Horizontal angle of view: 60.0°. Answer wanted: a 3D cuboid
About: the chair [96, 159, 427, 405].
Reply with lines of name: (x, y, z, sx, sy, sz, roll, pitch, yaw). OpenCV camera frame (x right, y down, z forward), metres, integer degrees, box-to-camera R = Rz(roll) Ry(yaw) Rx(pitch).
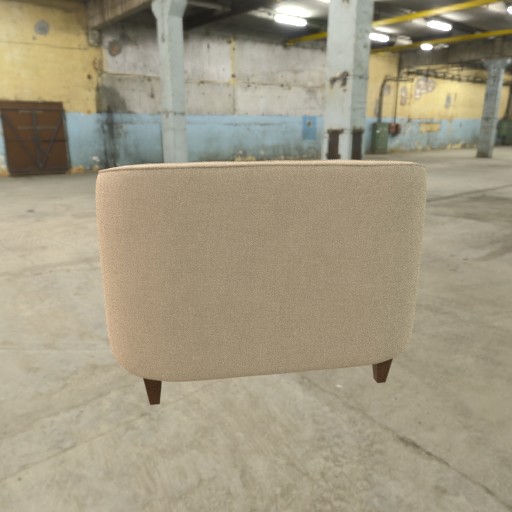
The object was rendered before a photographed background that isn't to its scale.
chair: (0.000, 0.000, 1.756, 1.118, 0.787, 0.914, -3, 16, -9)
